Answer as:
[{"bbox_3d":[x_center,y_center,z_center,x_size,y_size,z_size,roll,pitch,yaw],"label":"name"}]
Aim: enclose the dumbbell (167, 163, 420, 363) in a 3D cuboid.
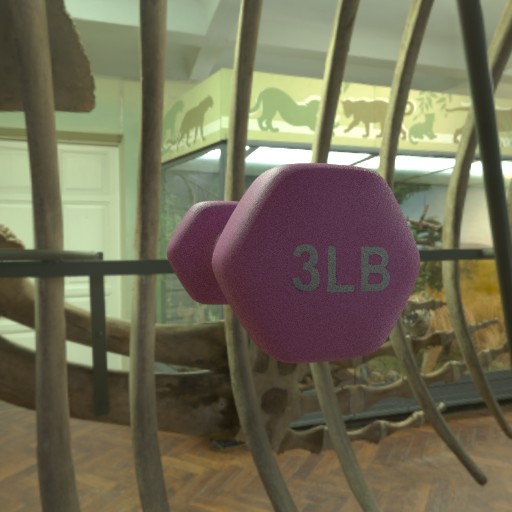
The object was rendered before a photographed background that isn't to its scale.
[{"bbox_3d":[0.000,0.000,0.193,0.064,0.058,0.159,-1,2,-17],"label":"dumbbell"}]
